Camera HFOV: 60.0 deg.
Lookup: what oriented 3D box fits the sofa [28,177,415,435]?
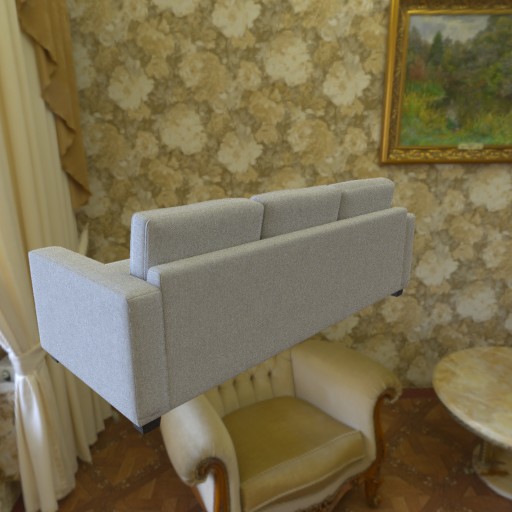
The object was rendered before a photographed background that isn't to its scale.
[{"bbox_3d":[0.000,0.000,2.504,0.900,0.800,2.120,15,21,42],"label":"sofa"}]
